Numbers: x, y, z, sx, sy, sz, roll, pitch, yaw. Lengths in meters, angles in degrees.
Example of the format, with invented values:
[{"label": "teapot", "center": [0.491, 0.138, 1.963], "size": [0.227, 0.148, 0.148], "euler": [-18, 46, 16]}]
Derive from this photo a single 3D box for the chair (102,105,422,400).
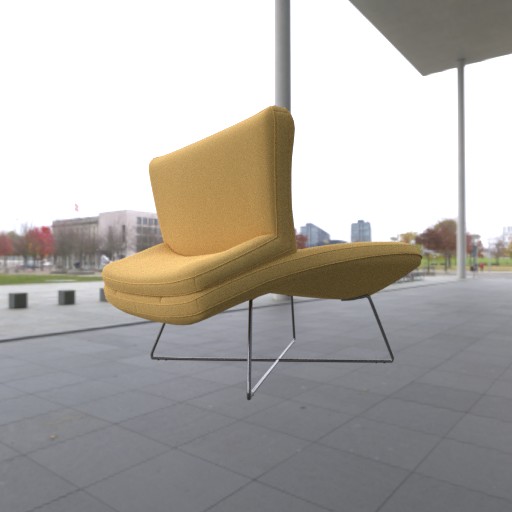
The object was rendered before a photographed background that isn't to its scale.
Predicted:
[{"label": "chair", "center": [0.000, 0.000, 1.730], "size": [1.008, 0.855, 0.859], "euler": [1, -1, -37]}]
